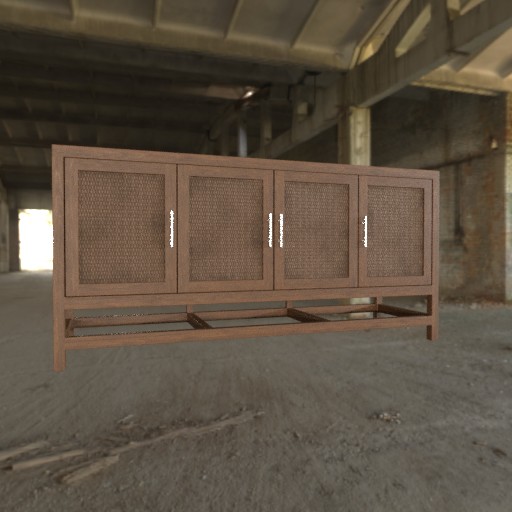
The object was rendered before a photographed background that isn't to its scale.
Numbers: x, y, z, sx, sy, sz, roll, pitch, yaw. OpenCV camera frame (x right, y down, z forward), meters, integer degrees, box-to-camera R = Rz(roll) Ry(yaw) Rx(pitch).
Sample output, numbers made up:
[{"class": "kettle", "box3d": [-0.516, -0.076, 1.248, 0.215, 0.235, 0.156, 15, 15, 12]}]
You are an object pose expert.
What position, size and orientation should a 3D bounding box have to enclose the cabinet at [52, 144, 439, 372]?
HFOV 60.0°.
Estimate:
[{"class": "cabinet", "box3d": [0.000, 0.000, 2.095, 1.708, 0.820, 0.522, 0, 1, -19]}]
